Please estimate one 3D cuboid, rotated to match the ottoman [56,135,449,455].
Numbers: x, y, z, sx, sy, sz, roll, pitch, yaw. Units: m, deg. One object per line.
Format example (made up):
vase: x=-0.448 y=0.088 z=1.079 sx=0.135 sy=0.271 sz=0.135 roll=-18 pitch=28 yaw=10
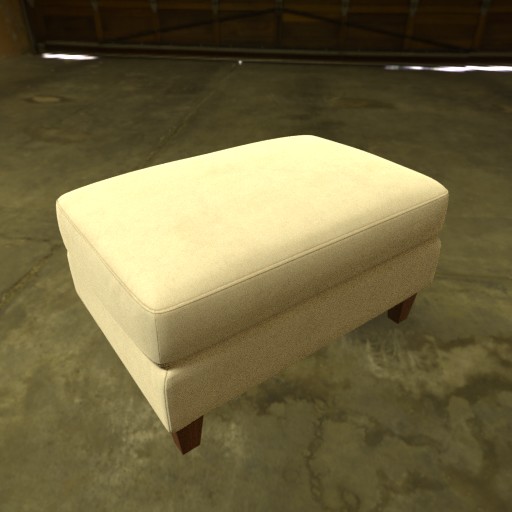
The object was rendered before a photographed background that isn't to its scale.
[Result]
ottoman: x=0.000 y=0.000 z=1.203 sx=0.864 sy=0.483 sz=0.584 roll=-21 pitch=38 yaw=-30
